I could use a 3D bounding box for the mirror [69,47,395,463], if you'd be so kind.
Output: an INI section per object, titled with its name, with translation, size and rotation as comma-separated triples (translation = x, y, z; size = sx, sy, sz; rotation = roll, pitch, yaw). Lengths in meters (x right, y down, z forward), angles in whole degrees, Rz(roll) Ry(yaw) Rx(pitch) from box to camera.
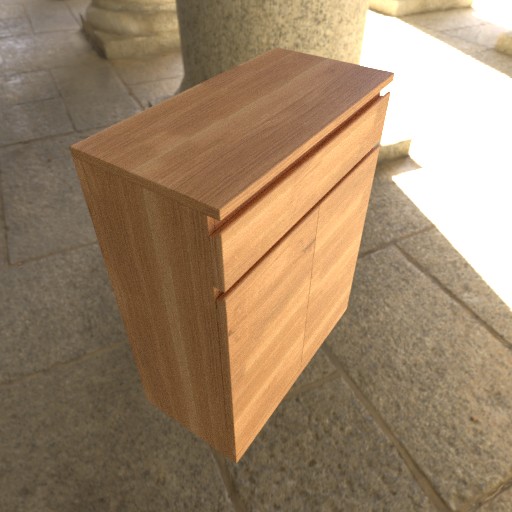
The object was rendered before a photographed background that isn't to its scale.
[mirror]
translation = 0.000, 0.000, 1.419
size = 0.400, 1.000, 0.800
rotation = 25, 47, 25
